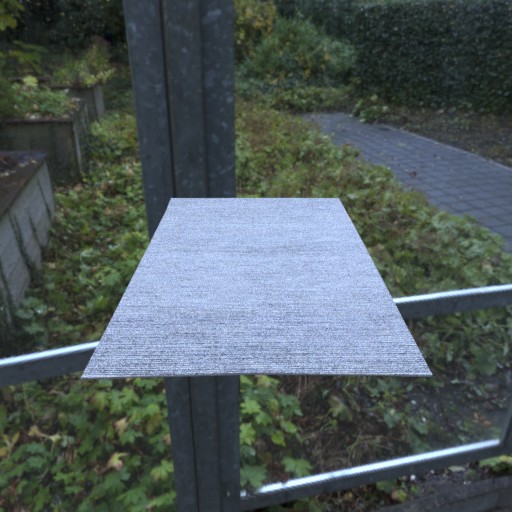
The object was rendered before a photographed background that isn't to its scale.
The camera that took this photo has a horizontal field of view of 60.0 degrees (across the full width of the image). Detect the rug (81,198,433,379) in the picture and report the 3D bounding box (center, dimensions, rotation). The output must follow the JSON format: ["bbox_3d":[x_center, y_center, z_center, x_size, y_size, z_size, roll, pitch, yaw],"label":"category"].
[{"bbox_3d":[0.000,0.000,2.249,1.159,0.021,1.789,0,26,0],"label":"rug"}]
